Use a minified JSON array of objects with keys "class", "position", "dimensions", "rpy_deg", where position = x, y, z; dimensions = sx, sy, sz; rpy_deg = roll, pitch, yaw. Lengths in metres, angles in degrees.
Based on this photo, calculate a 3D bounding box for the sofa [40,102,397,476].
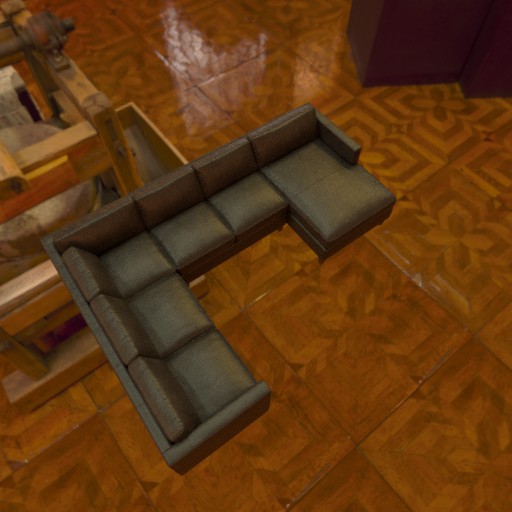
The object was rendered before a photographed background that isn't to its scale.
[{"class":"sofa","position":[0.000,0.000,4.451],"dimensions":[3.324,0.891,2.452],"rpy_deg":[-32,63,-18]}]
